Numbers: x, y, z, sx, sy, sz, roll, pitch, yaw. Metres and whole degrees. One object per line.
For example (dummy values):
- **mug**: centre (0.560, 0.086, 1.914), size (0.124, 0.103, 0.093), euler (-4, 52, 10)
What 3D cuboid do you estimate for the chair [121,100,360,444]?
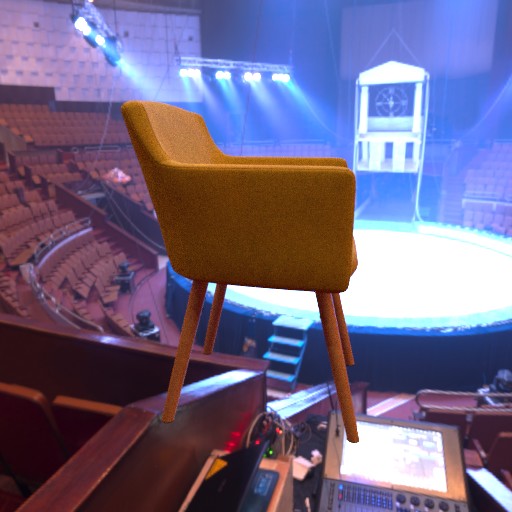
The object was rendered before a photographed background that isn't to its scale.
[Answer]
- **chair**: centre (0.000, 0.000, 1.180), size (0.570, 0.780, 0.570), euler (2, 15, 9)
